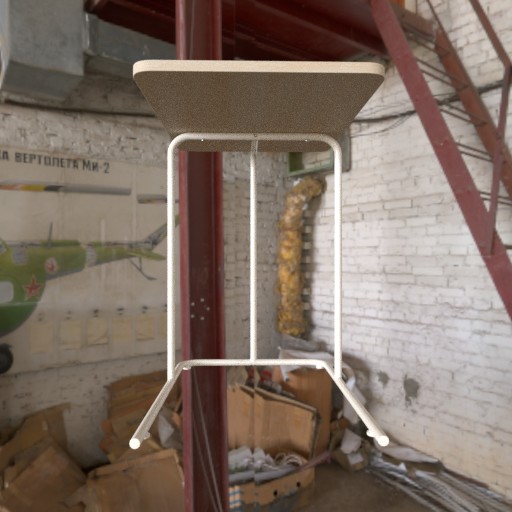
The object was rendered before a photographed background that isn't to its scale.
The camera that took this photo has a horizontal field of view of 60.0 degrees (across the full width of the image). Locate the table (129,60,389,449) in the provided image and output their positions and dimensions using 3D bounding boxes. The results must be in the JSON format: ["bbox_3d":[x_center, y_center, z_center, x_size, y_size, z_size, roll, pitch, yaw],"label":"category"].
[{"bbox_3d":[0.000,0.000,0.865,0.370,0.550,0.480,0,0,-1],"label":"table"}]
